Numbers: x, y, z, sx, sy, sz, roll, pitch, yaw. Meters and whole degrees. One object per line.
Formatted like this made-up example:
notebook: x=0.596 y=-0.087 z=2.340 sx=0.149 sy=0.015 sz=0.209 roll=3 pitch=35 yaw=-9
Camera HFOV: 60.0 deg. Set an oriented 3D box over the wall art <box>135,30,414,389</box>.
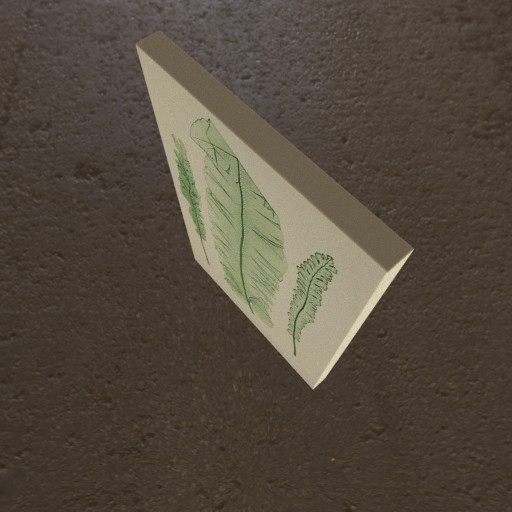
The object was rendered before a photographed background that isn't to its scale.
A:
wall art: x=0.000 y=0.000 z=0.762 sx=0.038 sy=0.608 sz=0.418 roll=-38 pitch=69 yaw=-17
